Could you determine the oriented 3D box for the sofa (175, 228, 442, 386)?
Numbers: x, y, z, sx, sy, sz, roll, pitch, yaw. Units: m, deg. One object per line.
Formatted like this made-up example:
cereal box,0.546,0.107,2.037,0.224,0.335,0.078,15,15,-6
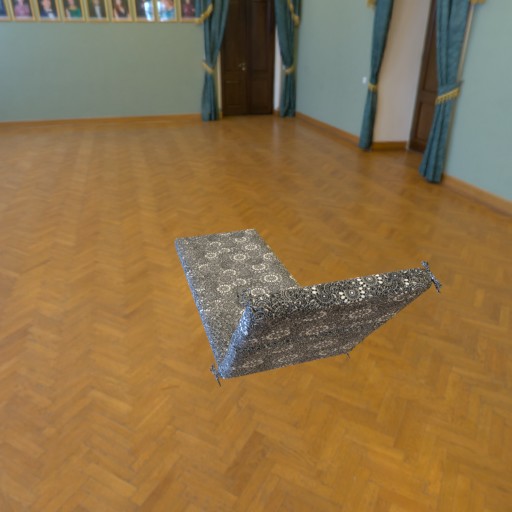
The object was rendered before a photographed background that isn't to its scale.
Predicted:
sofa,0.000,0.000,1.945,0.582,0.622,1.663,-8,28,-16
